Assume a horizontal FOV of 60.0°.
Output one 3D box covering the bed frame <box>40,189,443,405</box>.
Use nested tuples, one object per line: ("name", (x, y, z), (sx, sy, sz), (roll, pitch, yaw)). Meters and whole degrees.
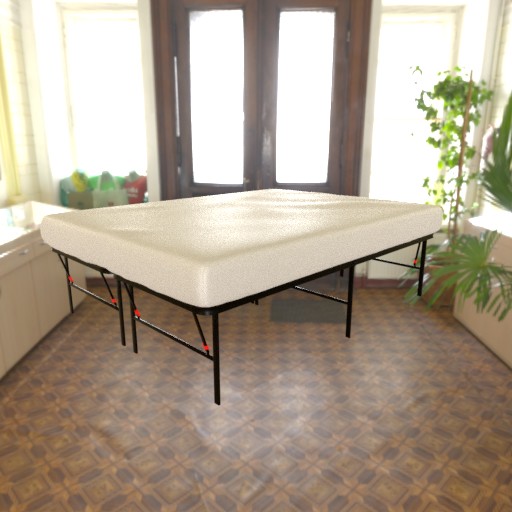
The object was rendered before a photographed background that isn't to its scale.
("bed frame", (0.000, 0.000, 2.898), (1.584, 0.667, 2.151), (14, 20, 43))
